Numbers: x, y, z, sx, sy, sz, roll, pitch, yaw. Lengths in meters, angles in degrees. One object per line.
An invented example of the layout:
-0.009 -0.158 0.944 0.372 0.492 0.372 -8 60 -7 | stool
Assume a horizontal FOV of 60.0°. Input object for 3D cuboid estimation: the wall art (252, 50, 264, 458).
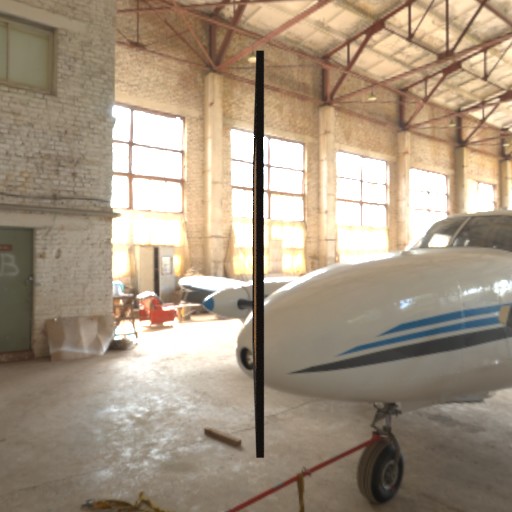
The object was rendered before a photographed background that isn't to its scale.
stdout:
0.000 0.000 1.205 0.013 0.665 0.963 0 -1 -1 | wall art
